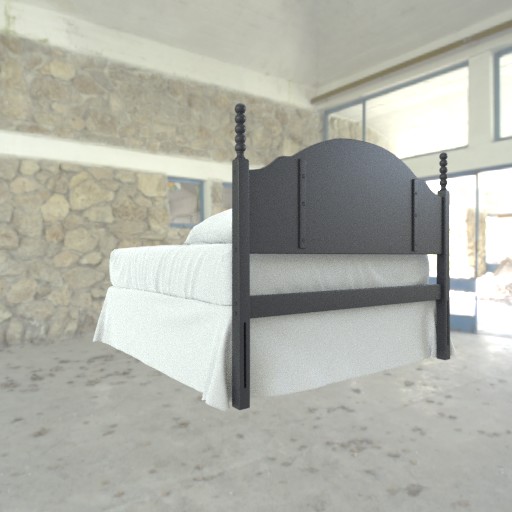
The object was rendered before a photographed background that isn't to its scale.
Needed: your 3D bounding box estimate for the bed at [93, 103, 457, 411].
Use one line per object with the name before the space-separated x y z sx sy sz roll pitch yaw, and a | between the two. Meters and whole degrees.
bed | 0.000 0.000 3.233 1.873 1.356 2.040 0 0 -36
